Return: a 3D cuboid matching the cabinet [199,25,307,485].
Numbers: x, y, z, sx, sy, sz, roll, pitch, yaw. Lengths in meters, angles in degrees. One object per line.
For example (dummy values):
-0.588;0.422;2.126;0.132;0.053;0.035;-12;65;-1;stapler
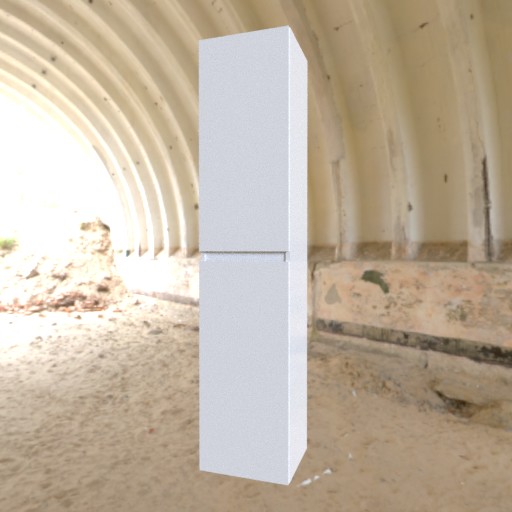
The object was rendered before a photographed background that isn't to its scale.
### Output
0.000;0.000;1.523;0.300;1.400;0.270;0;1;18;cabinet
